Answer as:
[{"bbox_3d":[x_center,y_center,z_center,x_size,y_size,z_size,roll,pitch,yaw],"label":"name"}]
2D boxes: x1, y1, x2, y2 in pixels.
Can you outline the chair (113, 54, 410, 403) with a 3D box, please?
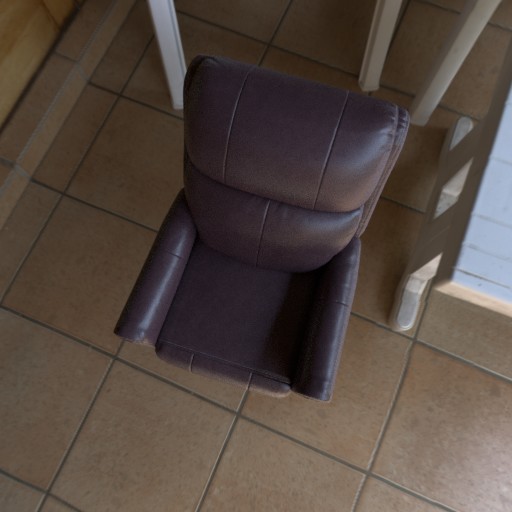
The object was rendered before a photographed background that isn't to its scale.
[{"bbox_3d":[0.000,0.000,1.759,0.838,1.054,1.014,17,76,4],"label":"chair"}]
